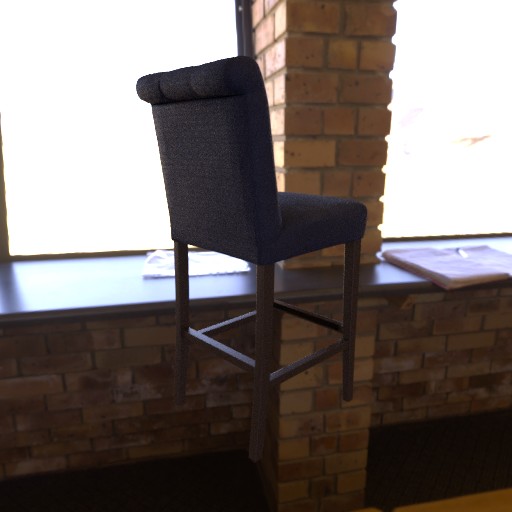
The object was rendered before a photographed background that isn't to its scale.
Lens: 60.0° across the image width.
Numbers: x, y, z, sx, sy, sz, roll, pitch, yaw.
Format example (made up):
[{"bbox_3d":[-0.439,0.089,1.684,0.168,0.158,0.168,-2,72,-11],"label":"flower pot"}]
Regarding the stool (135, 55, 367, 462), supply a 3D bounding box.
[{"bbox_3d":[0.000,0.000,1.494,0.601,1.140,0.493,-13,20,-42],"label":"stool"}]
